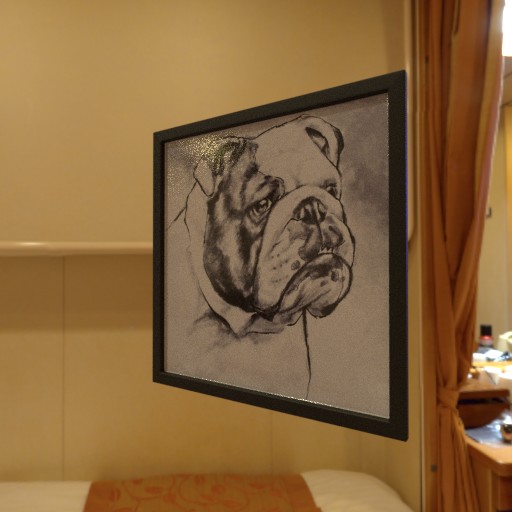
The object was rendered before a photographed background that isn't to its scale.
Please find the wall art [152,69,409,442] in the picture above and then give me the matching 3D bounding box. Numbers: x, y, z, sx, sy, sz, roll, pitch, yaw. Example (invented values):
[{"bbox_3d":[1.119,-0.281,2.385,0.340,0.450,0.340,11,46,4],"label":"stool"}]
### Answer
[{"bbox_3d":[0.000,0.000,0.982,0.663,0.659,0.016,0,-1,36],"label":"wall art"}]
